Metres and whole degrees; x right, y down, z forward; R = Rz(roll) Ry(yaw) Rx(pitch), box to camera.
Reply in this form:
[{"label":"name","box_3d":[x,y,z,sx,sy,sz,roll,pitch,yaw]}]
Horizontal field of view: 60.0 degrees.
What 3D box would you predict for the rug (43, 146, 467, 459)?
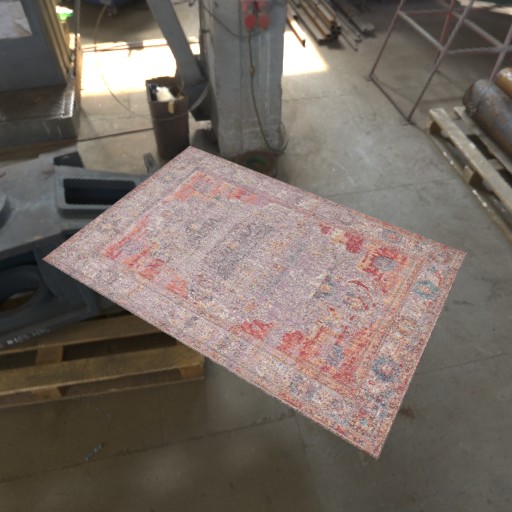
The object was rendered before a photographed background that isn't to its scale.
[{"label":"rug","box_3d":[0.000,0.000,2.294,1.829,0.005,1.219,25,52,21]}]
